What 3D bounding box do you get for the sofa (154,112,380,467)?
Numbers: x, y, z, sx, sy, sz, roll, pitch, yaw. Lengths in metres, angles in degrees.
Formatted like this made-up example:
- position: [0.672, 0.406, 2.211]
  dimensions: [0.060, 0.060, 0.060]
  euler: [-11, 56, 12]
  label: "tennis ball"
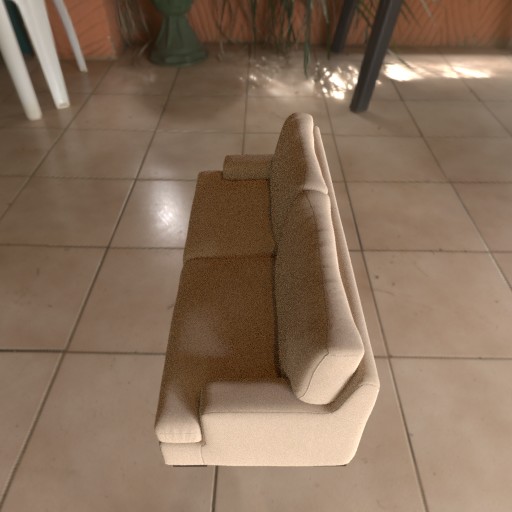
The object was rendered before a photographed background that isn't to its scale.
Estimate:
- position: [0.000, 0.000, 2.636]
  dimensions: [0.929, 0.925, 2.147]
  euler: [0, 42, 0]
  label: "sofa"
